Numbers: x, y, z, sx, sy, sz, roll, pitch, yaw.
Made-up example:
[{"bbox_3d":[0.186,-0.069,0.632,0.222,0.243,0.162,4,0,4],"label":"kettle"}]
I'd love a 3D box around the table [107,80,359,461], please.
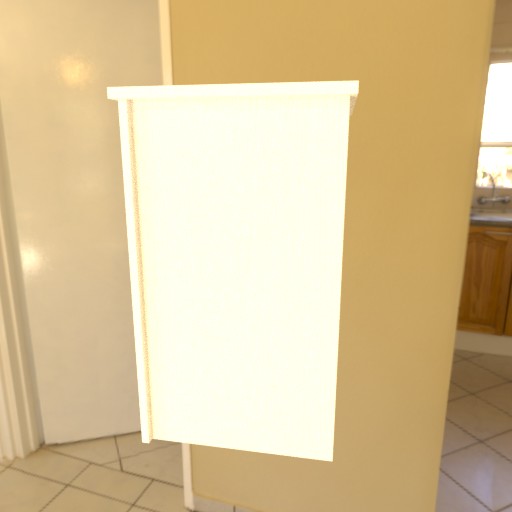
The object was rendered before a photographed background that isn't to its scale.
[{"bbox_3d":[0.000,0.000,0.953,0.381,0.635,0.480,3,14,10],"label":"table"}]
